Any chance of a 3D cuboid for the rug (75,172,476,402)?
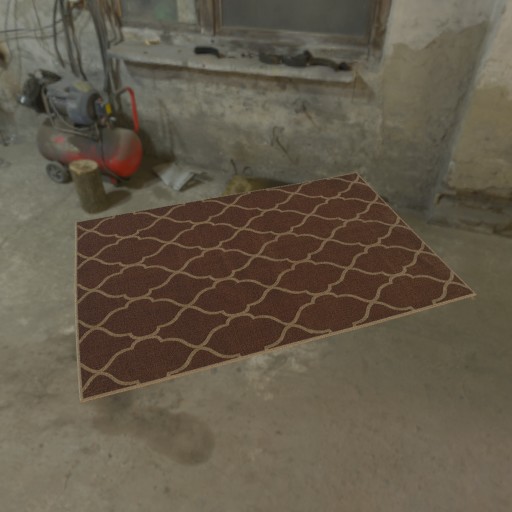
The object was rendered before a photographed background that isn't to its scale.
[{"bbox_3d":[0.000,0.000,2.935,2.294,0.014,1.528,-12,42,-14],"label":"rug"}]
